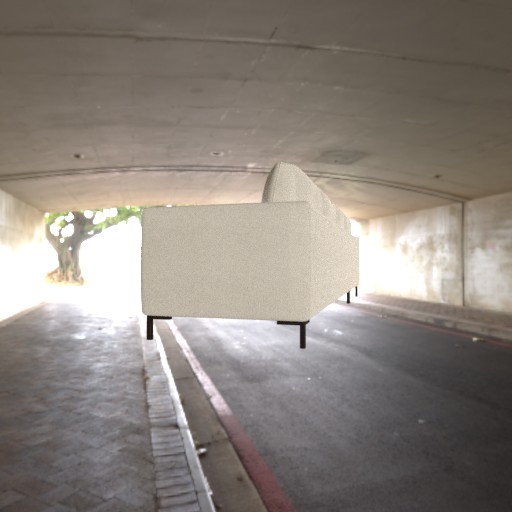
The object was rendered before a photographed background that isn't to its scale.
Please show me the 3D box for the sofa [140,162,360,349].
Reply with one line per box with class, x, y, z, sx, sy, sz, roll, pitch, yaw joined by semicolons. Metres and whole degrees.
sofa;0.000;0.000;3.663;1.467;0.875;3.186;0;-1;17
